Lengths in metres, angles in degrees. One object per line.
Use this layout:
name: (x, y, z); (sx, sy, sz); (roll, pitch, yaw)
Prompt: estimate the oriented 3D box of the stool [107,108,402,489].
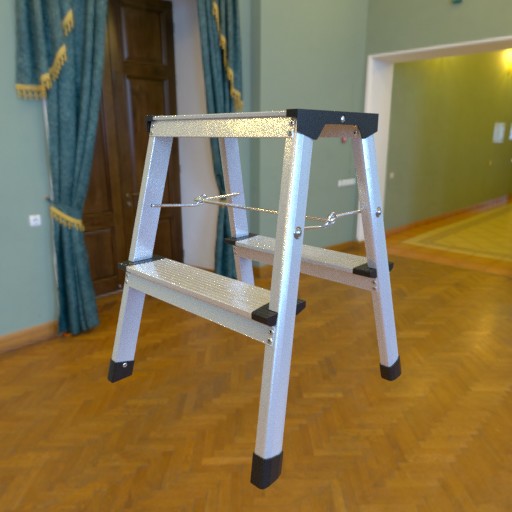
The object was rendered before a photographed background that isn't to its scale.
stool: (0.000, 0.000, 0.787); (0.404, 0.480, 0.405); (14, 21, 41)
